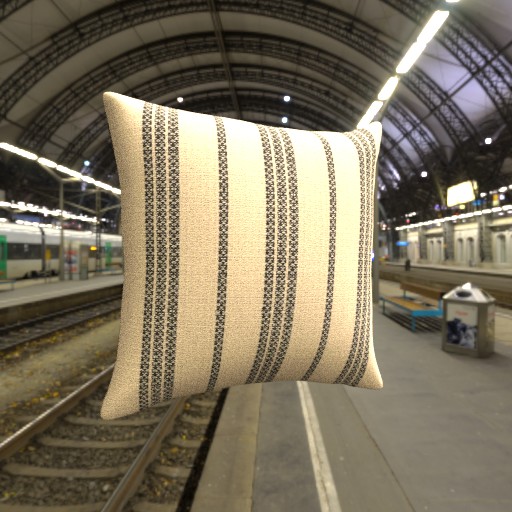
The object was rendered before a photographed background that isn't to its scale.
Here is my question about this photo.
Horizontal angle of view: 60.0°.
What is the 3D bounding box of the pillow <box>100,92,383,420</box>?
[{"bbox_3d":[0.000,0.000,0.611,0.405,0.406,0.173,0,0,-19],"label":"pillow"}]
